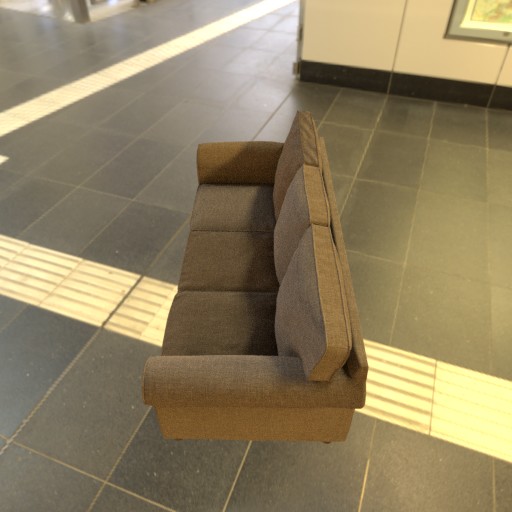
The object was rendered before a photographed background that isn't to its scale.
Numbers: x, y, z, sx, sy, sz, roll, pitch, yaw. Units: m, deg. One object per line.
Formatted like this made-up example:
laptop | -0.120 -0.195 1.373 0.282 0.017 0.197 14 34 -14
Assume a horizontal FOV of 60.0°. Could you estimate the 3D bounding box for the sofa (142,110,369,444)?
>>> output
sofa | 0.000 0.000 2.623 0.916 0.961 2.084 1 42 1
